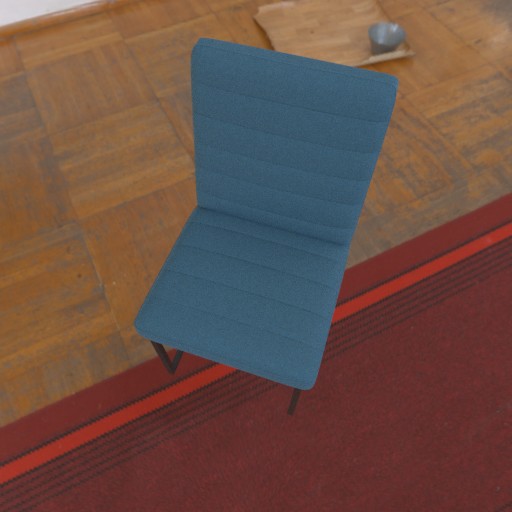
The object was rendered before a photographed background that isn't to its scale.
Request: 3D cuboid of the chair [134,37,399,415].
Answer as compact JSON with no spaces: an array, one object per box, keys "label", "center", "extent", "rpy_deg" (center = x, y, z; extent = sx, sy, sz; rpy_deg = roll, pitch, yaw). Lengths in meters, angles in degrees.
[{"label":"chair","center":[0.000,0.000,1.305],"extent":[0.520,0.930,0.634],"rpy_deg":[16,60,9]}]
